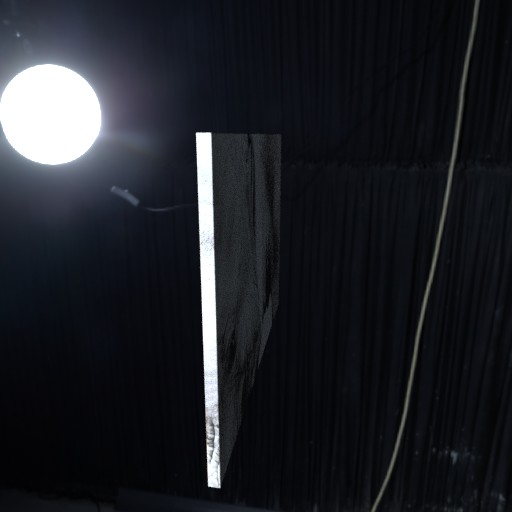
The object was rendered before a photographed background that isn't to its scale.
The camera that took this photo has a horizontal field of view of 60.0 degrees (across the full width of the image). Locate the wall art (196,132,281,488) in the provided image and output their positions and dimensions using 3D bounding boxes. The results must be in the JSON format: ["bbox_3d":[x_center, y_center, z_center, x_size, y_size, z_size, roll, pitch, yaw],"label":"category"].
[{"bbox_3d":[0.000,0.000,1.143,0.023,0.607,0.914,2,15,9],"label":"wall art"}]
